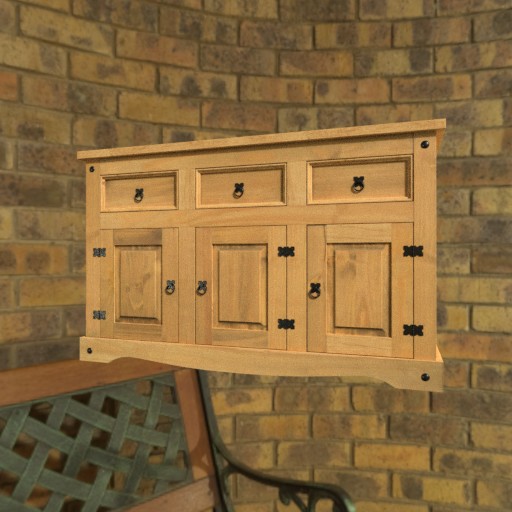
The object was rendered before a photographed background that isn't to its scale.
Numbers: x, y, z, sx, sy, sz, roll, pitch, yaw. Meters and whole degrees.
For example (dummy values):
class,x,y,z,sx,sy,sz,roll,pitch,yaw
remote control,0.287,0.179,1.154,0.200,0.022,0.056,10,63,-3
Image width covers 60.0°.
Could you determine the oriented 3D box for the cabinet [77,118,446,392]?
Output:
class,x,y,z,sx,sy,sz,roll,pitch,yaw
cabinet,0.000,0.000,1.719,1.321,0.810,0.432,0,0,18
